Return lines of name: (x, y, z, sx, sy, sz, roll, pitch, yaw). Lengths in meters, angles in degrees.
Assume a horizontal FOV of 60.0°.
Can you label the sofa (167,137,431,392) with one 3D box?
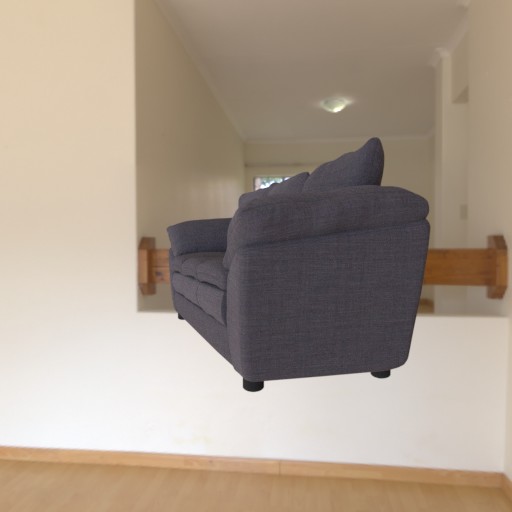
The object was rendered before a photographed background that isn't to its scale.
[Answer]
sofa: (0.000, 0.000, 2.843, 0.883, 1.080, 2.336, 0, 1, -18)
